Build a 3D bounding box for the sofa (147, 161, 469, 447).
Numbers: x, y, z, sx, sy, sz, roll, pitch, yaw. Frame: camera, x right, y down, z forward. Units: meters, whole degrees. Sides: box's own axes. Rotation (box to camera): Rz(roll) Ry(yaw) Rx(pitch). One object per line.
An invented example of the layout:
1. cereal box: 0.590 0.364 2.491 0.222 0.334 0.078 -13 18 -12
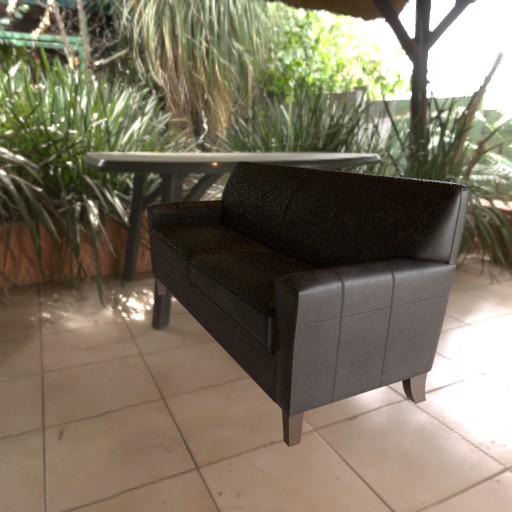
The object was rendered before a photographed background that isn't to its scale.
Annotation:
1. sofa: 0.000 0.000 2.499 0.805 0.947 2.053 -7 17 -26
